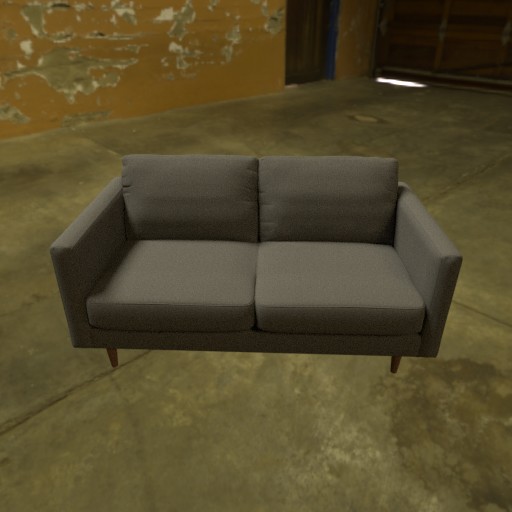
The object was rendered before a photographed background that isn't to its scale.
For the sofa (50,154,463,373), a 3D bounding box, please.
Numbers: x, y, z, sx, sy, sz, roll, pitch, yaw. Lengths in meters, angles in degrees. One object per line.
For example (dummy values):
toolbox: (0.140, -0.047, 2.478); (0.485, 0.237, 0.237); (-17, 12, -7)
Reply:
sofa: (0.000, 0.000, 2.276); (1.713, 0.866, 0.940); (1, 29, 2)
